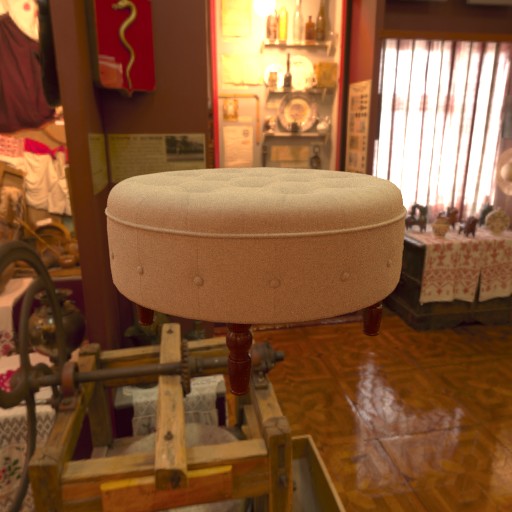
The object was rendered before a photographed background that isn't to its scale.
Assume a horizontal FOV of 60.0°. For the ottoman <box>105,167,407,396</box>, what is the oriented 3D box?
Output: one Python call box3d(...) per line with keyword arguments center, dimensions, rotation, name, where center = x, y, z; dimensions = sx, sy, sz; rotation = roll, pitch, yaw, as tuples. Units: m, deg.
box3d(center=(0.000, 0.000, 1.356), dimensions=(0.849, 0.478, 0.849), rotation=(0, 16, 0), name="ottoman")
